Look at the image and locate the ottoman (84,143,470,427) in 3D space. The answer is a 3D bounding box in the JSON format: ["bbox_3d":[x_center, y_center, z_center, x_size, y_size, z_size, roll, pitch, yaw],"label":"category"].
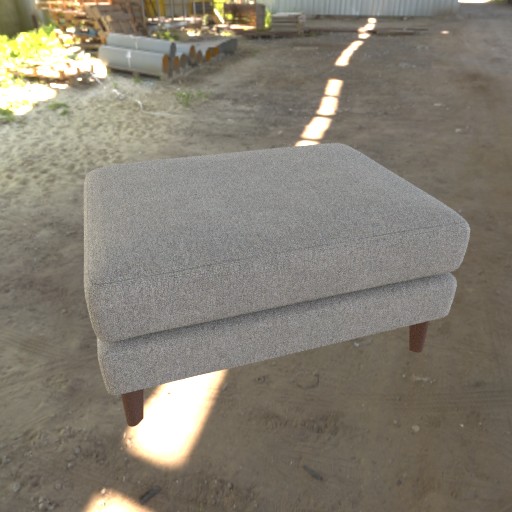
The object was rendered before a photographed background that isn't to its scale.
[{"bbox_3d":[0.000,0.000,1.189,0.821,0.441,0.611,-10,33,-15],"label":"ottoman"}]
